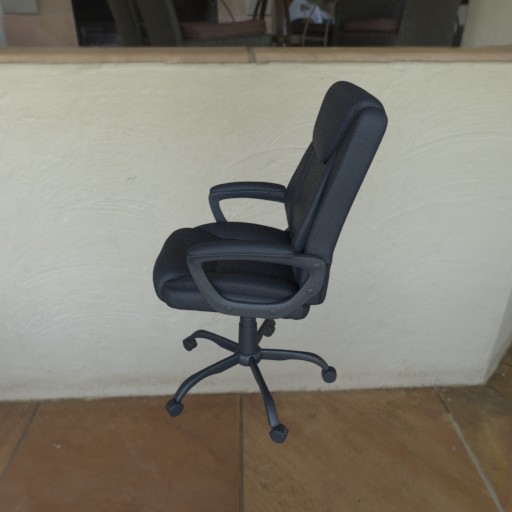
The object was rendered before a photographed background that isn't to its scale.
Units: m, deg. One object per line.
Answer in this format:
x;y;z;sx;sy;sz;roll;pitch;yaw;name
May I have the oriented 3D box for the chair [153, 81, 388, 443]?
0.000;0.000;1.481;0.655;1.072;0.615;1;27;1;chair
